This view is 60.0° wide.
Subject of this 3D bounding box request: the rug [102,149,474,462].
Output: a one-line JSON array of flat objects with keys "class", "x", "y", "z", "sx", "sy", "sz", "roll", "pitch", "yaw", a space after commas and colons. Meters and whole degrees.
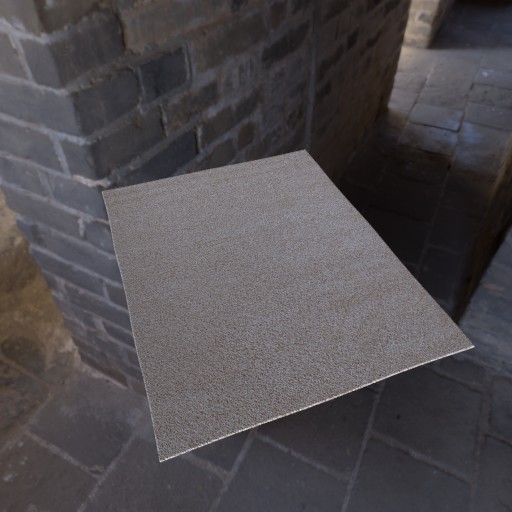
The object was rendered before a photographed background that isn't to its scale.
[{"class": "rug", "x": 0.000, "y": 0.000, "z": 4.053, "sx": 2.400, "sy": 0.026, "sz": 3.000, "roll": -15, "pitch": 46, "yaw": -15}]
